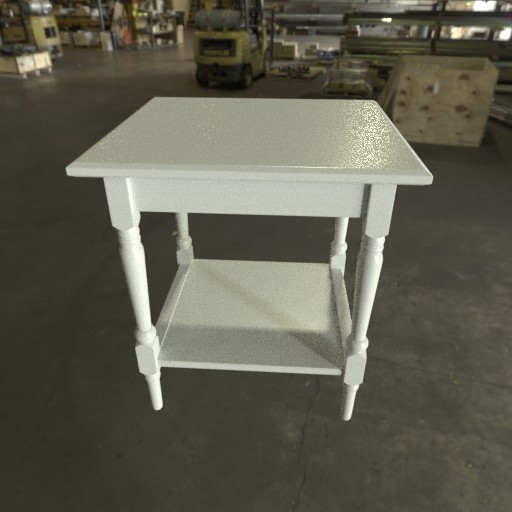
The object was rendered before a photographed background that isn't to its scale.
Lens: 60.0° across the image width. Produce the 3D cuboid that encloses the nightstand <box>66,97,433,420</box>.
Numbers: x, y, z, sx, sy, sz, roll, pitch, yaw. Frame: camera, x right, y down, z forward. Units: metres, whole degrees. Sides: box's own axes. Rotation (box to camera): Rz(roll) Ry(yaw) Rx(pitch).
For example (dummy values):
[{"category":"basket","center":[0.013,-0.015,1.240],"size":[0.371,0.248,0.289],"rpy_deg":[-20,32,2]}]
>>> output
[{"category":"nightstand","center":[0.000,0.000,0.942],"size":[0.505,0.555,0.459],"rpy_deg":[2,31,3]}]
